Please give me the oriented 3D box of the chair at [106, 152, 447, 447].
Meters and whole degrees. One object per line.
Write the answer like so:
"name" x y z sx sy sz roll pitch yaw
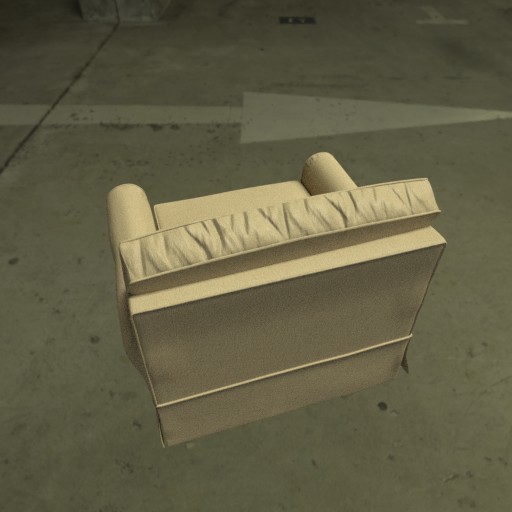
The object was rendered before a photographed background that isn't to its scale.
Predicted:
"chair" 0.000 0.000 1.786 1.096 0.937 0.903 -12 44 -13
